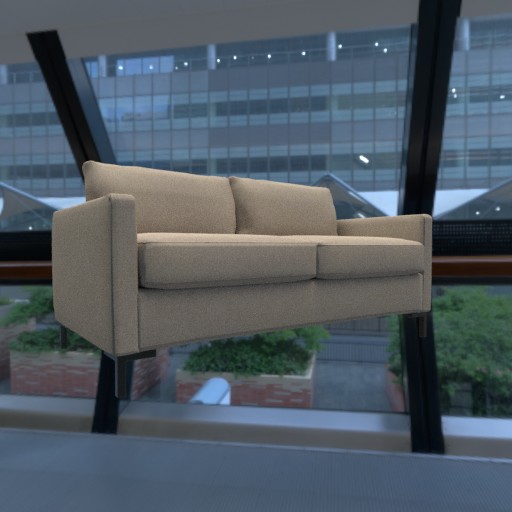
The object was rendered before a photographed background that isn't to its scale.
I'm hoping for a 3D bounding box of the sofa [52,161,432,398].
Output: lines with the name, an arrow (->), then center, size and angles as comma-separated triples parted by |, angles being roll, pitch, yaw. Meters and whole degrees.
sofa -> 0.000, 0.000, 2.140 | 1.682, 0.840, 0.875 | -1, 2, -35
